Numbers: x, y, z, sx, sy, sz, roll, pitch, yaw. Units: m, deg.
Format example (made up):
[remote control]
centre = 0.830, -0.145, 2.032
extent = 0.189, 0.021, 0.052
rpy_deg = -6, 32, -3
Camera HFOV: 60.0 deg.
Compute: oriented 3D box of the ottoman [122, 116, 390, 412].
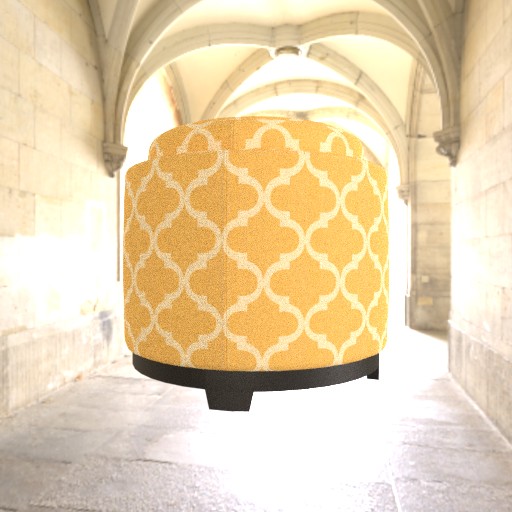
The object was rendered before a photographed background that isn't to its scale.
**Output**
[ottoman]
centre = 0.000, 0.000, 0.832
extent = 0.480, 0.429, 0.480
rpy_deg = 0, 0, 0
